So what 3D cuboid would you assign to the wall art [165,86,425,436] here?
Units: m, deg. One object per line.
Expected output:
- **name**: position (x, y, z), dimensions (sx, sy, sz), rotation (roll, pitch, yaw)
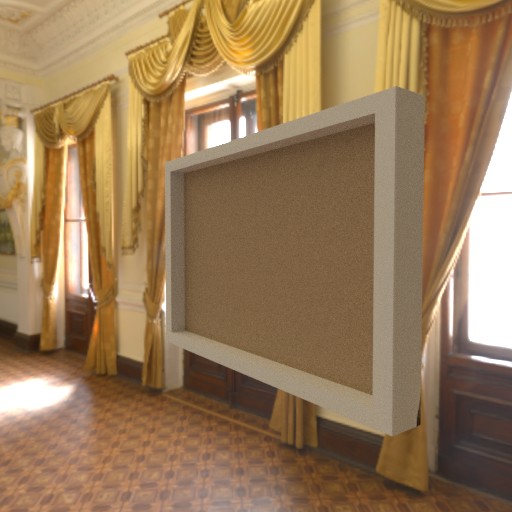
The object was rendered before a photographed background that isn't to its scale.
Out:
- **wall art**: position (0.000, 0.000, 0.485), dimensions (0.039, 0.254, 0.384), rotation (-1, 2, -36)
